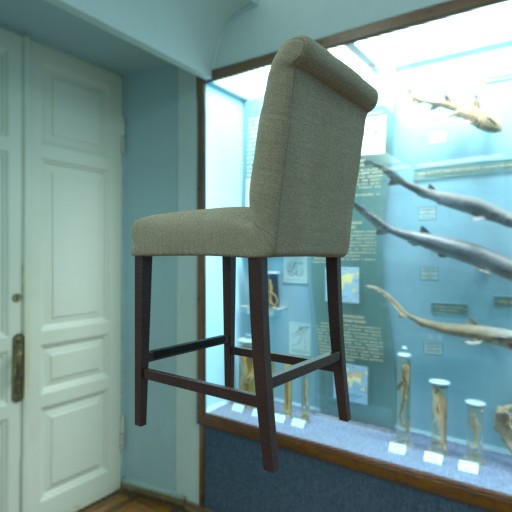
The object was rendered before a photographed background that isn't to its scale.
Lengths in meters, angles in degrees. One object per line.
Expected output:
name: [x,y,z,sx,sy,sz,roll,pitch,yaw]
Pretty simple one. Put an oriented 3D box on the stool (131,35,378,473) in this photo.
stool: [0.000,0.000,1.421,0.660,1.084,0.486,0,0,37]
